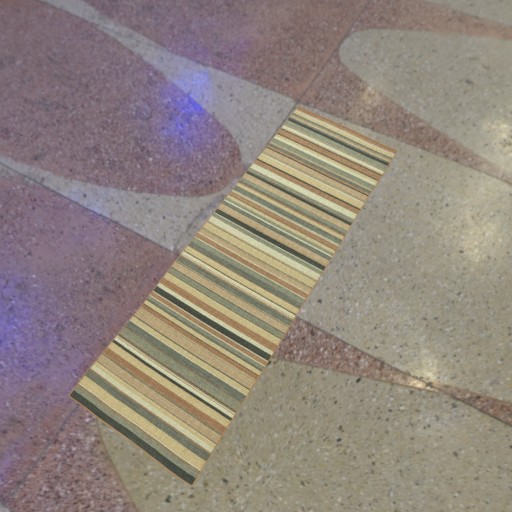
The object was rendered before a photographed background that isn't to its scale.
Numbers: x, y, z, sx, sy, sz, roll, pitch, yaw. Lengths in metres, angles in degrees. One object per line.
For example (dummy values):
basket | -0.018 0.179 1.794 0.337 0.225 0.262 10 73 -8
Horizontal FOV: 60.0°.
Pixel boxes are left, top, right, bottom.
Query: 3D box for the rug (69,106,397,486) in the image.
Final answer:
rug | 0.000 0.000 2.694 0.799 0.010 2.444 29 66 14
